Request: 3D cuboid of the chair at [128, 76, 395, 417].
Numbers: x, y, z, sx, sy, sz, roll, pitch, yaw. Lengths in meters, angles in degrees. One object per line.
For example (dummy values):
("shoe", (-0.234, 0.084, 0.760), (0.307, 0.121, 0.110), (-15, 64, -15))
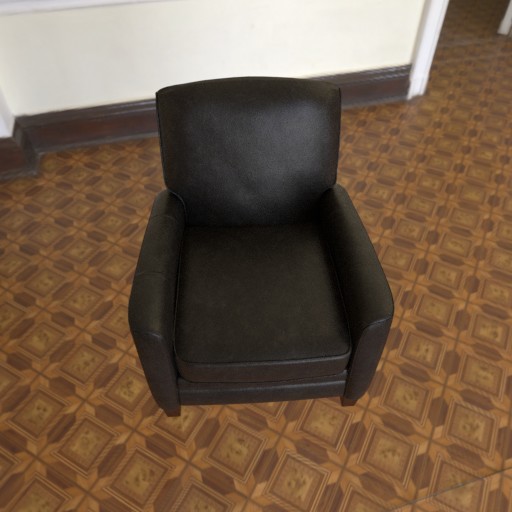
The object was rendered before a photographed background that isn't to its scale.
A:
("chair", (0.000, 0.000, 1.662), (0.848, 1.014, 0.864), (-3, 46, -3))
